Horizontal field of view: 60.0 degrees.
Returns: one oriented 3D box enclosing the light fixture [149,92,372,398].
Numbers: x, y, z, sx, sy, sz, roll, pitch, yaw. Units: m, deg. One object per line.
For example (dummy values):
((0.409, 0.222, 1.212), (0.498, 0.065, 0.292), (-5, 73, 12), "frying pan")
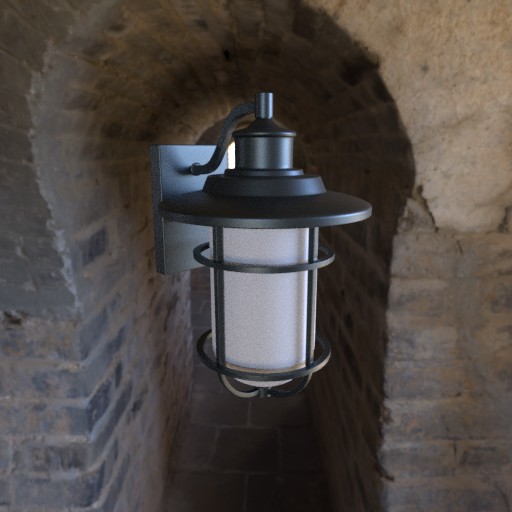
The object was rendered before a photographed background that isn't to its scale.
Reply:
((0.000, 0.000, 0.501), (0.252, 0.345, 0.222), (13, 19, 43), "light fixture")
